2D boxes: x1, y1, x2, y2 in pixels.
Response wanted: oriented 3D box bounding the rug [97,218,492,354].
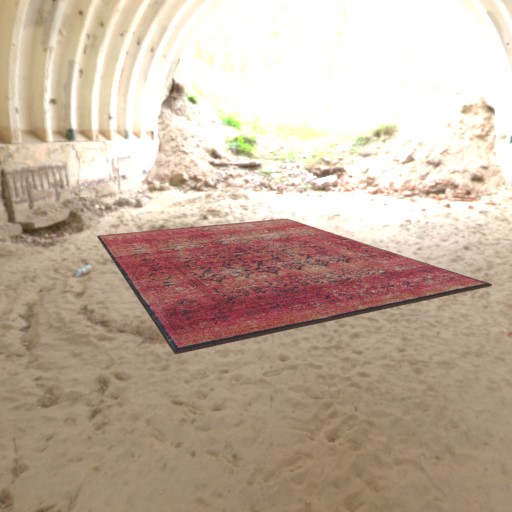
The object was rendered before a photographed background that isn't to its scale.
[{"bbox_3d":[0.000,0.000,4.072,2.411,0.020,3.032,-7,17,-25],"label":"rug"}]
